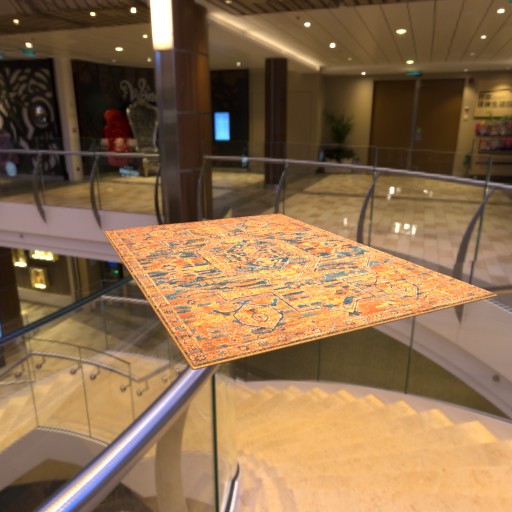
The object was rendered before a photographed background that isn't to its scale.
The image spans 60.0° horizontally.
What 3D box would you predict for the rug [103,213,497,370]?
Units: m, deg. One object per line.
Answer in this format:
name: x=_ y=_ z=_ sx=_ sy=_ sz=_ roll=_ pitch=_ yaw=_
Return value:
rug: x=0.000 y=0.000 z=3.673 sx=2.043 sy=0.019 sz=2.916 roll=-8 pitch=19 yaw=-25
